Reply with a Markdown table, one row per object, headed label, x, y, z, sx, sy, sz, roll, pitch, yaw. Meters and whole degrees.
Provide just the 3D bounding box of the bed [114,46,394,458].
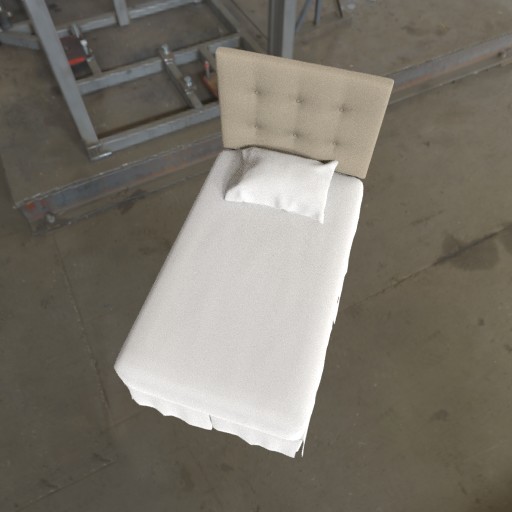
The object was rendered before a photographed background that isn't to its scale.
| label | x | y | z | sx | sy | sz | roll | pitch | yaw |
| --- | --- | --- | --- | --- | --- | --- | --- | --- | --- |
| bed | 0.000 | 0.000 | 2.911 | 1.261 | 1.571 | 1.997 | 15 | 59 | 9 |
